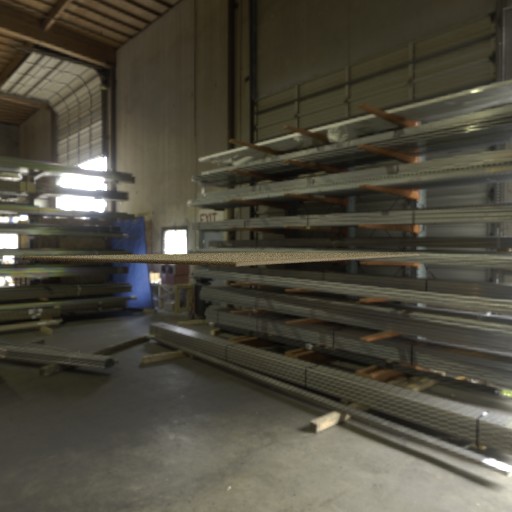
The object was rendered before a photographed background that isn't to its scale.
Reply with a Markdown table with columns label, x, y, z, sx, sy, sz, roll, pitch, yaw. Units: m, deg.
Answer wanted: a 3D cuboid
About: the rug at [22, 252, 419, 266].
| label | x | y | z | sx | sy | sz | roll | pitch | yaw |
| --- | --- | --- | --- | --- | --- | --- | --- | --- | --- |
| rug | 0.000 | 0.000 | 2.100 | 1.062 | 0.013 | 1.667 | 1 | 1 | 35 |
